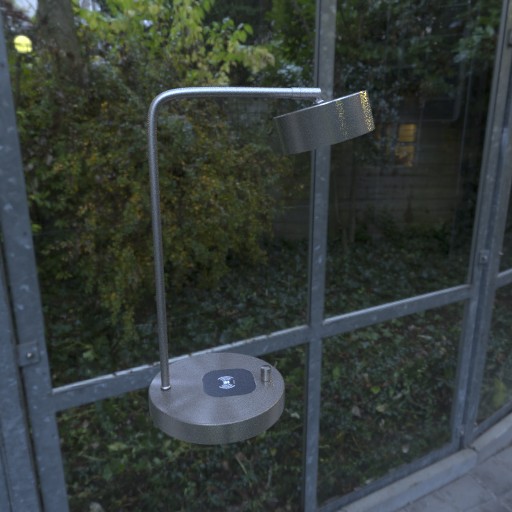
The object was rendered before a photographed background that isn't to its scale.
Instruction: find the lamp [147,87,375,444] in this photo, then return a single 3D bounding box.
[{"bbox_3d":[0.000,0.000,0.654,0.334,0.469,0.211,-2,14,-10],"label":"lamp"}]
